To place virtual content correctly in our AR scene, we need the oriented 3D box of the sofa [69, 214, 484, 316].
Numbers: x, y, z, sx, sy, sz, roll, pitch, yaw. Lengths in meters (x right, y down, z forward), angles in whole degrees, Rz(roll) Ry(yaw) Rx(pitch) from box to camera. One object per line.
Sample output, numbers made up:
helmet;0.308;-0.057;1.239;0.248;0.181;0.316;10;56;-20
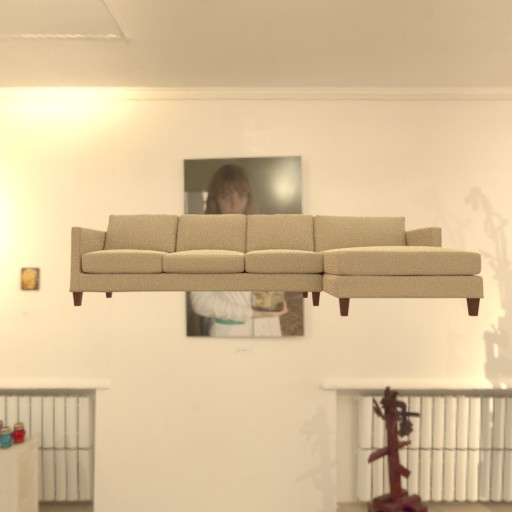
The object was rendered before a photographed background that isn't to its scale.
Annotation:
sofa;0.000;0.000;3.889;3.186;0.861;1.625;0;0;0
